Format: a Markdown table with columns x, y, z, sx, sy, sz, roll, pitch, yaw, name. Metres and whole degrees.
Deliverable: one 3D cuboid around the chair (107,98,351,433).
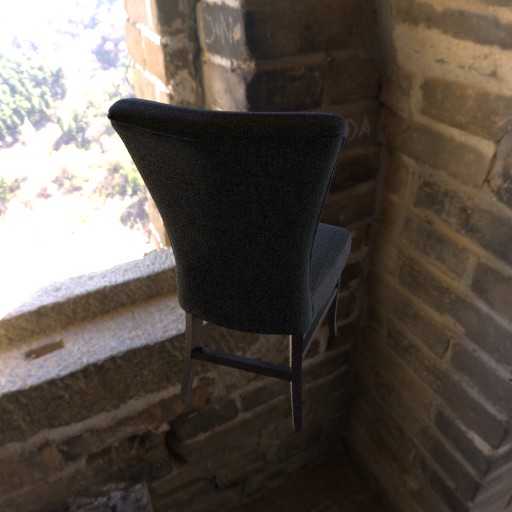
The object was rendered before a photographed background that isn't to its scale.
| x | y | z | sx | sy | sz | roll | pitch | yaw | name |
| --- | --- | --- | --- | --- | --- | --- | --- | --- | --- |
| 0.000 | 0.000 | 1.352 | 0.520 | 0.991 | 0.660 | 9 | 32 | 15 | chair |
